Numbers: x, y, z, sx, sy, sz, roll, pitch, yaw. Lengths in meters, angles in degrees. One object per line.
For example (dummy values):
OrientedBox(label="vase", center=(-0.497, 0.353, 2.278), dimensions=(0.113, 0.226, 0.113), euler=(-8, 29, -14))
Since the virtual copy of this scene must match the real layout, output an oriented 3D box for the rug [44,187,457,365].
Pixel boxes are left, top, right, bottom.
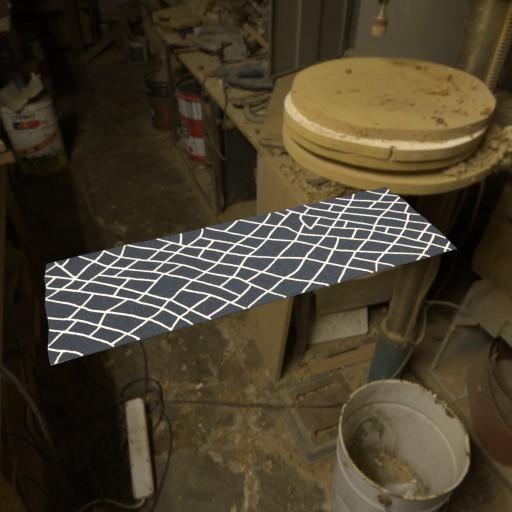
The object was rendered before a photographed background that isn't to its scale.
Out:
OrientedBox(label="rug", center=(0.000, 0.000, 2.770), dimensions=(2.476, 0.010, 0.807), euler=(-14, 42, -16))
